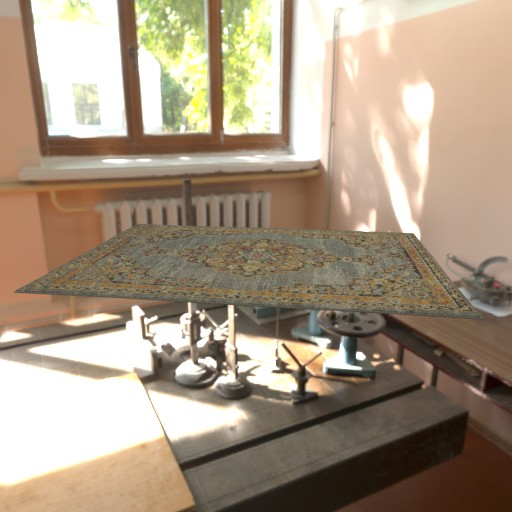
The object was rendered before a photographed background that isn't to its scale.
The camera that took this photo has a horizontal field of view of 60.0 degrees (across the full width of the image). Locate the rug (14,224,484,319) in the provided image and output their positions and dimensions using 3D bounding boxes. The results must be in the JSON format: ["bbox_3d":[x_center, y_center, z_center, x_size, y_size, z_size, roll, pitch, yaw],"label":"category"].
[{"bbox_3d":[0.000,0.000,3.859,3.063,0.024,2.158,2,17,8],"label":"rug"}]
